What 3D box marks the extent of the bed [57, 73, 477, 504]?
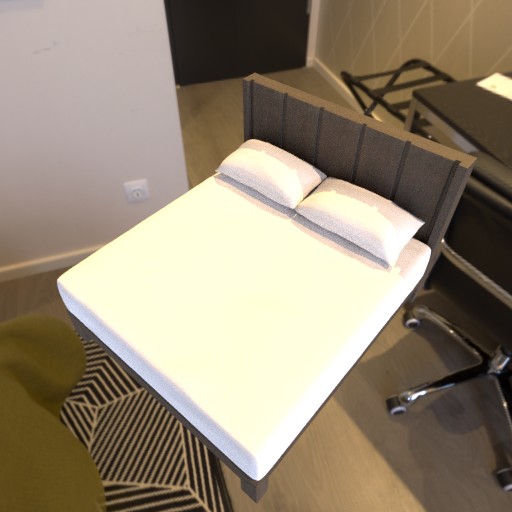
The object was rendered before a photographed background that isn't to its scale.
[{"bbox_3d":[0.000,0.000,2.924,1.735,1.261,1.992,32,54,26],"label":"bed"}]
